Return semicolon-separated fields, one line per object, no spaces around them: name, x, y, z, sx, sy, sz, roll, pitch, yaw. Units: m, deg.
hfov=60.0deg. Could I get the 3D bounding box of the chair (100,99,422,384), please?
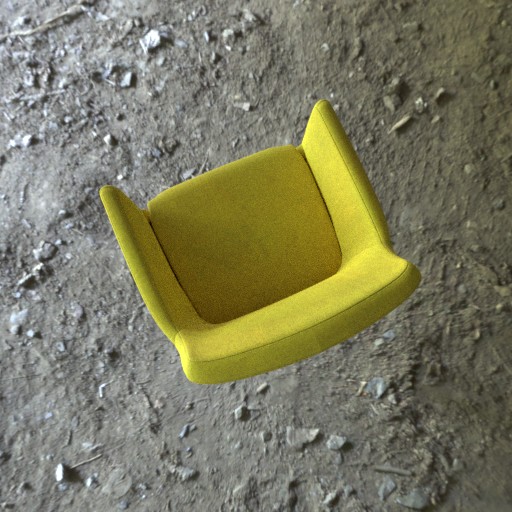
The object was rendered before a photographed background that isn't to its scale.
chair;0.000;0.000;1.196;0.570;0.780;0.570;-23;78;-5
